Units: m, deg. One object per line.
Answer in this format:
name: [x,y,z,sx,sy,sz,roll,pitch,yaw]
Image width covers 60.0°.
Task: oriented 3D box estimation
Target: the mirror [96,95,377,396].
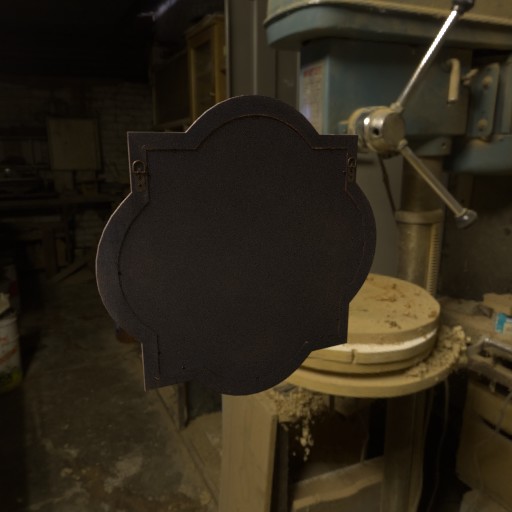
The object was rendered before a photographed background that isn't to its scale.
mirror: [0.000,0.000,1.026,0.686,0.686,0.019,-7,16,-25]
